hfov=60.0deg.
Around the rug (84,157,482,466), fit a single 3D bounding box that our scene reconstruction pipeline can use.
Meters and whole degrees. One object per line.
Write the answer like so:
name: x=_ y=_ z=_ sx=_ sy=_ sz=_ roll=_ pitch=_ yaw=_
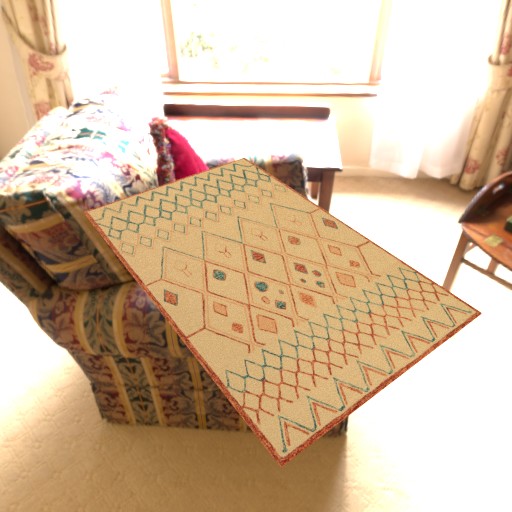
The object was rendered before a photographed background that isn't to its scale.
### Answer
rug: x=0.000 y=0.000 z=3.022 sx=1.524 sy=0.015 sz=2.438 roll=-25 pitch=46 yaw=-27
